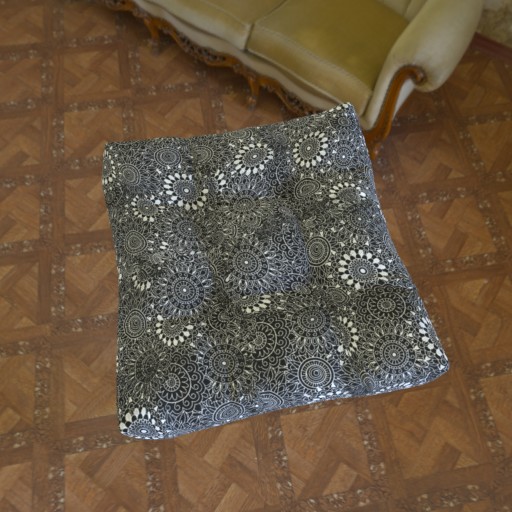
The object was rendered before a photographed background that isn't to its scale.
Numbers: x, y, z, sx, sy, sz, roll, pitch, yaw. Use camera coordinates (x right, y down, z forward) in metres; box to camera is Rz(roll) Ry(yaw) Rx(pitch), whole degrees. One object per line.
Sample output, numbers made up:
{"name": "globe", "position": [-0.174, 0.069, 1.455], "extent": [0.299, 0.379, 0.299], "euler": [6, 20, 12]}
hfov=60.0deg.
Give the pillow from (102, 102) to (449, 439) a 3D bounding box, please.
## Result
{"name": "pillow", "position": [0.000, 0.000, 0.718], "extent": [0.468, 0.128, 0.490], "euler": [-10, 66, -5]}
